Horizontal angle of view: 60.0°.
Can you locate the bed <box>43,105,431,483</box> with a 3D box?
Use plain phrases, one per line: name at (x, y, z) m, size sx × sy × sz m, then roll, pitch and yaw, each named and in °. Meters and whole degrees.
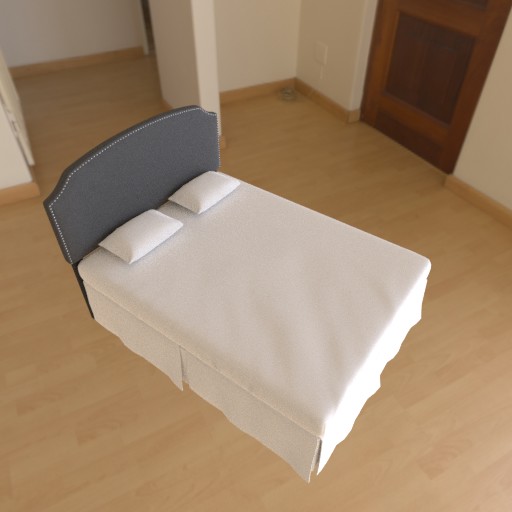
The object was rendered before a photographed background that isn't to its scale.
bed at (0.000, 0.000, 2.905) m, size 1.999 × 1.270 × 1.558 m, roll 27°, pitch 49°, yaw 26°
